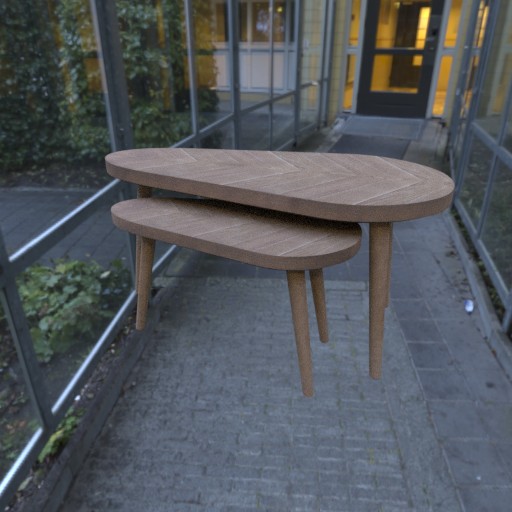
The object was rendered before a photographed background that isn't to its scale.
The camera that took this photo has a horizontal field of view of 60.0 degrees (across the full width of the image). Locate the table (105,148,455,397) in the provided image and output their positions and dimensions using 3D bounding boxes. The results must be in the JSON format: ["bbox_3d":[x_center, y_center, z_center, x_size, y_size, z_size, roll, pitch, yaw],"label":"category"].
[{"bbox_3d":[0.000,0.000,1.549,1.190,0.595,0.701,8,28,16],"label":"table"}]
